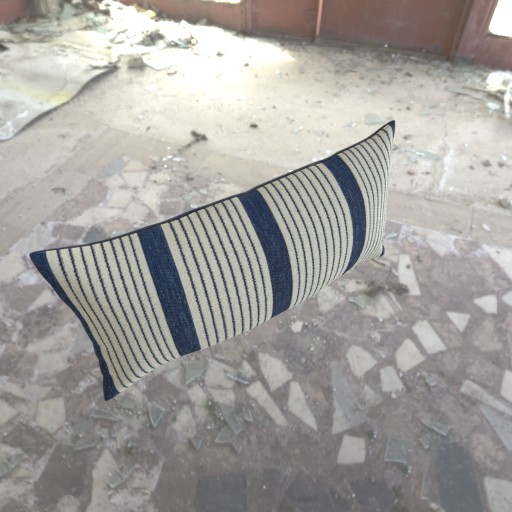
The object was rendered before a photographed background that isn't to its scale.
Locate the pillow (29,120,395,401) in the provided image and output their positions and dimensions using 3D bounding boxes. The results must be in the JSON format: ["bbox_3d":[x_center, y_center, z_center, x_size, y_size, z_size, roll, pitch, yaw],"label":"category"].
[{"bbox_3d":[0.000,0.000,0.732,0.608,0.292,0.156,-25,51,-22],"label":"pillow"}]
